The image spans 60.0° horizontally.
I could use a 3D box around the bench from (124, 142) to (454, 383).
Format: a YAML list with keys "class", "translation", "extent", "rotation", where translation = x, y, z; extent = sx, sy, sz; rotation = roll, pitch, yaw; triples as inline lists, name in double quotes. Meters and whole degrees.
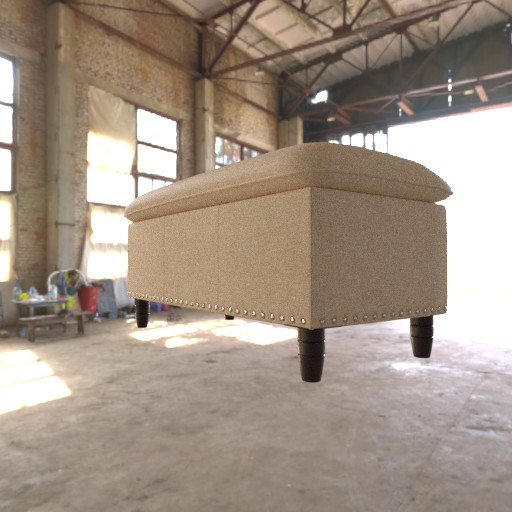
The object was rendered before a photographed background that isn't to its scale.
- class: "bench"
  translation: [0.000, 0.000, 1.285]
  extent: [0.483, 0.483, 0.991]
  rotation: [1, -1, -36]
